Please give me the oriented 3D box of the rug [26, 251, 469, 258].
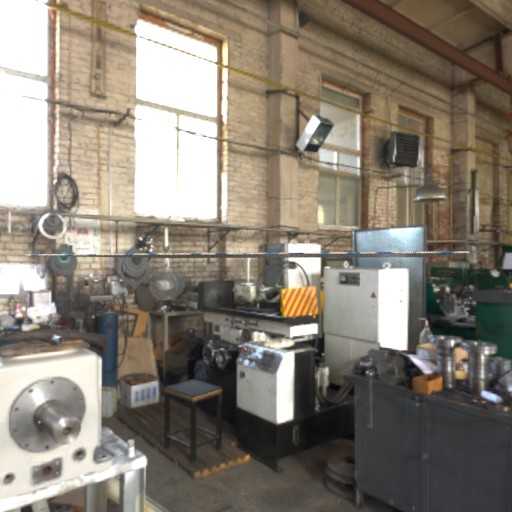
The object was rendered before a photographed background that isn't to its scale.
[{"bbox_3d":[0.000,0.000,3.023,2.439,0.008,1.531,0,-1,18],"label":"rug"}]
